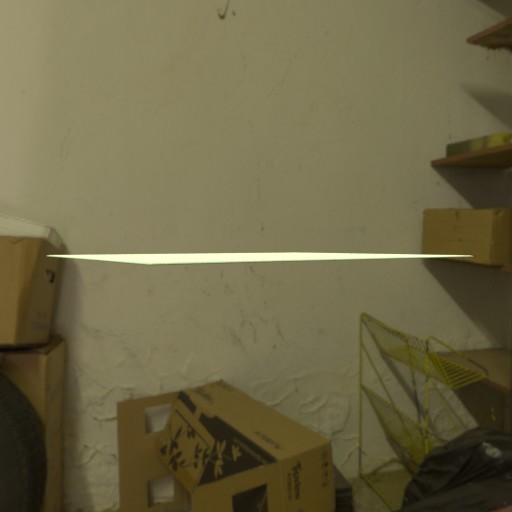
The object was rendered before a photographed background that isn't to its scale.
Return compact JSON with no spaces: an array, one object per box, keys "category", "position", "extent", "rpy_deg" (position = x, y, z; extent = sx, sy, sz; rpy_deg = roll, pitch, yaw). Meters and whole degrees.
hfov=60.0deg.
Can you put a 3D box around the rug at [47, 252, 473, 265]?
[{"category":"rug","position":[0.000,0.000,3.943],"extent":[2.980,0.012,2.363],"rpy_deg":[-1,2,-36]}]
